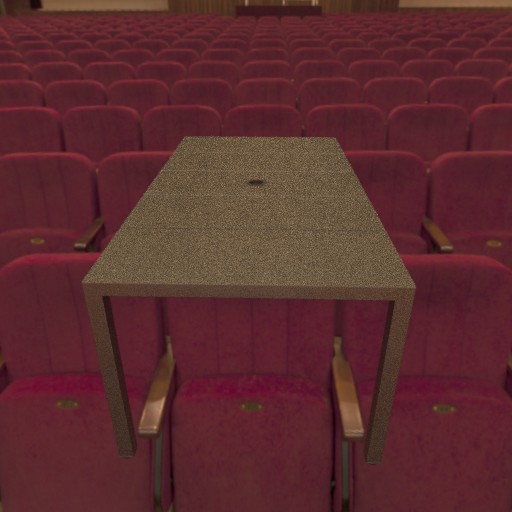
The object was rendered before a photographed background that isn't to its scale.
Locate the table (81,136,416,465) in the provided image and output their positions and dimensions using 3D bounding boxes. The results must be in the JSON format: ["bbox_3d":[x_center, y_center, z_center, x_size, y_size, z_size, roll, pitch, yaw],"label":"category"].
[{"bbox_3d":[0.000,0.000,2.114,0.914,0.735,1.680,1,28,1],"label":"table"}]
